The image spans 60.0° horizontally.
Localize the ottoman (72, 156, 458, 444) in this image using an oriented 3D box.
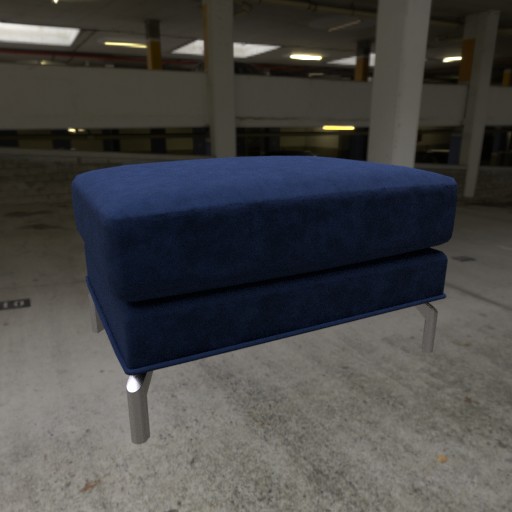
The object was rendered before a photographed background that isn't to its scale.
[{"bbox_3d":[0.000,0.000,1.186,0.835,0.498,0.587,-9,19,-26],"label":"ottoman"}]
